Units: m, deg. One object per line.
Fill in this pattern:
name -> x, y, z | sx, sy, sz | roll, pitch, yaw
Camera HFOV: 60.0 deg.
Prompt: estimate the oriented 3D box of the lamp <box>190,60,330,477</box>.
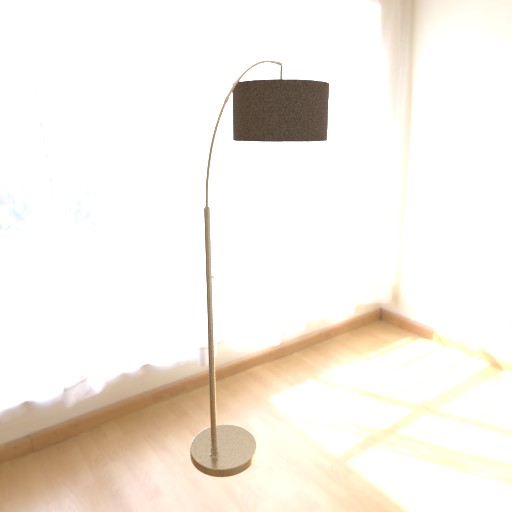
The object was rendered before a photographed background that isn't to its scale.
lamp -> 0.000, 0.000, 2.078 | 0.452, 1.735, 0.934 | 8, 18, 27
